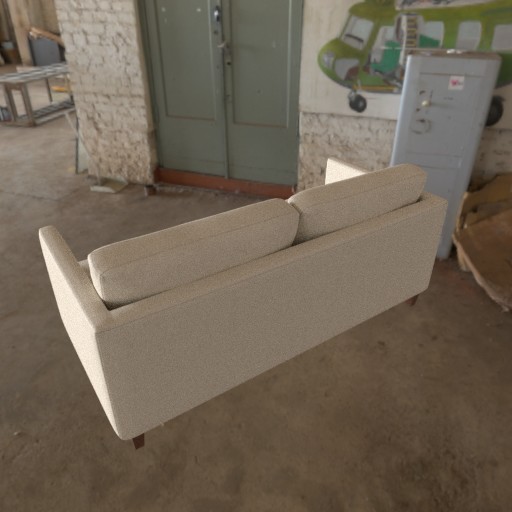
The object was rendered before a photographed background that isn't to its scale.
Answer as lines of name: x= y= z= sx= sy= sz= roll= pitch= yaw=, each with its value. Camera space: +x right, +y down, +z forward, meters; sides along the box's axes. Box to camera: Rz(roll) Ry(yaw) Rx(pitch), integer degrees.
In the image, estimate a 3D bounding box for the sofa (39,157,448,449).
sofa: x=0.000 y=0.000 z=2.436 sx=1.981 sy=0.889 sz=0.965 roll=-19 pitch=36 yaw=-29
